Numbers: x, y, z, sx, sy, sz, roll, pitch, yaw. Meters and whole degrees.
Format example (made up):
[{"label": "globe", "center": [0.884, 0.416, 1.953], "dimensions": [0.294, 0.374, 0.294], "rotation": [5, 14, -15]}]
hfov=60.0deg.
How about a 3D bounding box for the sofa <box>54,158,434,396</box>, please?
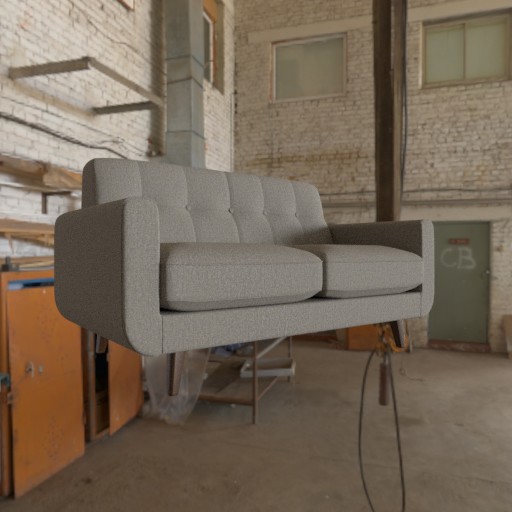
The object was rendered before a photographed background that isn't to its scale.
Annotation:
[{"label": "sofa", "center": [0.000, 0.000, 2.170], "dimensions": [1.651, 0.925, 0.952], "rotation": [0, 0, -36]}]
